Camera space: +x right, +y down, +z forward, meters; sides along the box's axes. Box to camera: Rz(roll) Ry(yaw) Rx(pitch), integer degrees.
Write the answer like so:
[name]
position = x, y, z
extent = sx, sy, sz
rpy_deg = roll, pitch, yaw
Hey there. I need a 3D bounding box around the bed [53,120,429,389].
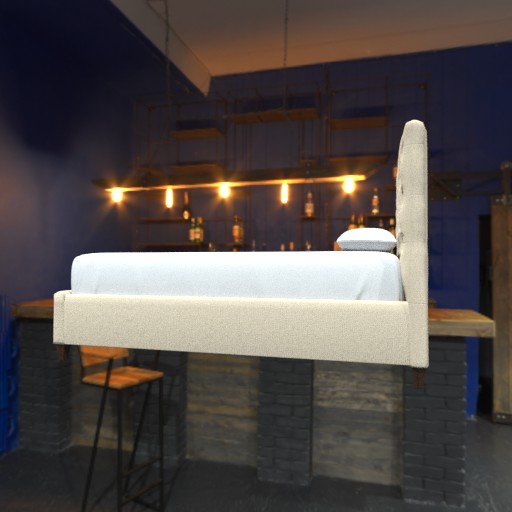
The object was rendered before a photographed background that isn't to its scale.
[bed]
position = 0.000, 0.000, 3.463
extent = 2.387, 1.427, 1.698
rpy_deg = 0, -1, 17
